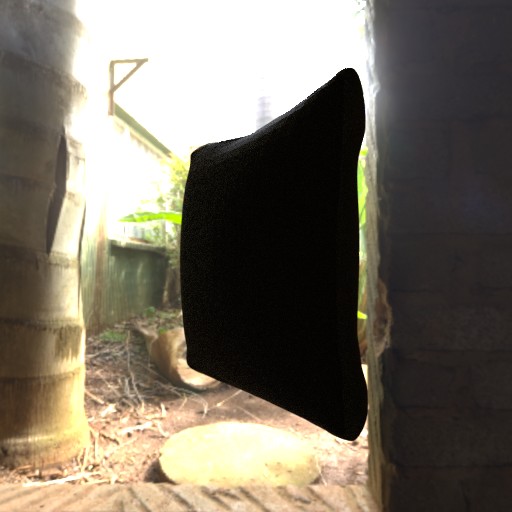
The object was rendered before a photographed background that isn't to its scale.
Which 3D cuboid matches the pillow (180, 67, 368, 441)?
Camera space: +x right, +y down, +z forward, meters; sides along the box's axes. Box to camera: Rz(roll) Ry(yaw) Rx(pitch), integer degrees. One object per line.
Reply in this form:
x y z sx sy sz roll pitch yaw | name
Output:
0.000 0.000 0.825 0.210 0.523 0.533 1 -2 -34 | pillow
